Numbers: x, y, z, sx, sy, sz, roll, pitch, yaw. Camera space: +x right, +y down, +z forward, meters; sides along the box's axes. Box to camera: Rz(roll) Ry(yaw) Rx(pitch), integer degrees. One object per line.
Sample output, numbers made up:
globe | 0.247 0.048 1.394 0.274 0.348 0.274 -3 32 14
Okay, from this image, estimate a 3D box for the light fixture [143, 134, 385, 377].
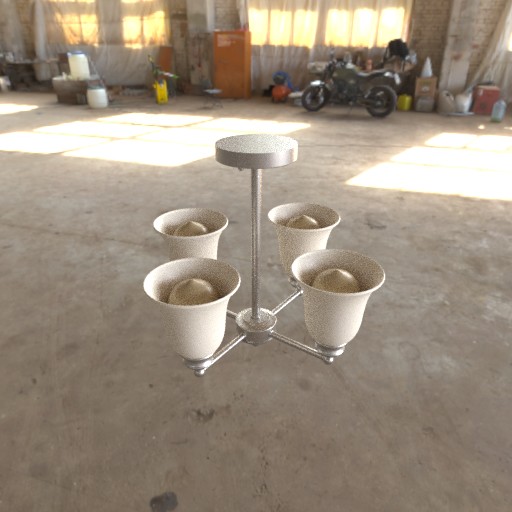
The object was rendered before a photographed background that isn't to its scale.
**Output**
light fixture | 0.000 0.000 0.728 0.427 0.370 0.427 19 33 32
